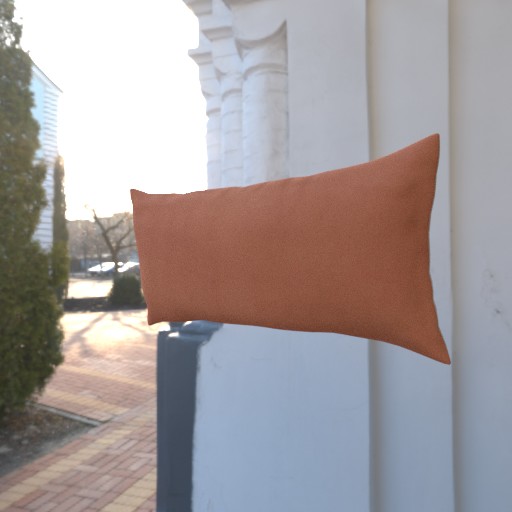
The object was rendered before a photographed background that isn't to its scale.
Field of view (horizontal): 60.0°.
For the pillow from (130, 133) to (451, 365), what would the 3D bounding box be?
[{"bbox_3d":[0.000,0.000,0.747,0.608,0.292,0.156,-1,-2,37],"label":"pillow"}]
